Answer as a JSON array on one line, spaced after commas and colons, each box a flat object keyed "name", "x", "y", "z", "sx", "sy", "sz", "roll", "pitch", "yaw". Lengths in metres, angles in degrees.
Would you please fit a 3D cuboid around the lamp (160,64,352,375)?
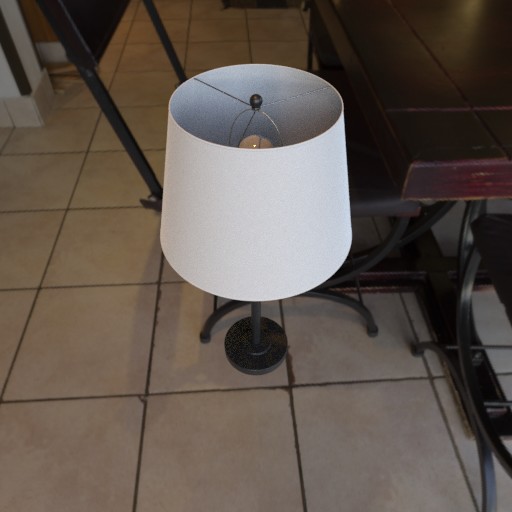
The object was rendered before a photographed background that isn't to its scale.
[{"name": "lamp", "x": 0.000, "y": 0.000, "z": 0.910, "sx": 0.363, "sy": 0.696, "sz": 0.363, "roll": 0, "pitch": 47, "yaw": 0}]
